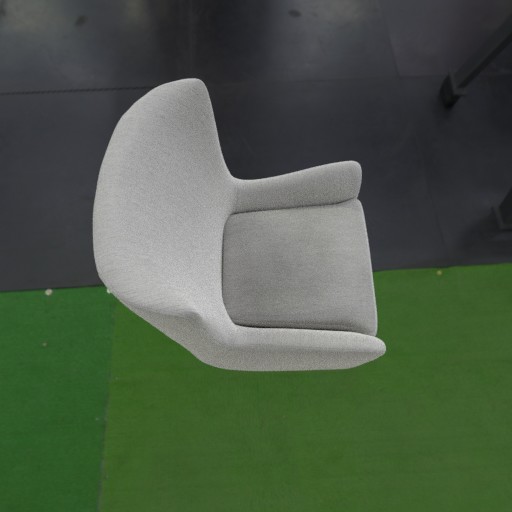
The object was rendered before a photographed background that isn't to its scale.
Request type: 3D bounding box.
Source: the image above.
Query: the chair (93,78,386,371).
[{"bbox_3d":[0.000,0.000,1.663,0.904,1.000,0.779,-1,65,0],"label":"chair"}]
